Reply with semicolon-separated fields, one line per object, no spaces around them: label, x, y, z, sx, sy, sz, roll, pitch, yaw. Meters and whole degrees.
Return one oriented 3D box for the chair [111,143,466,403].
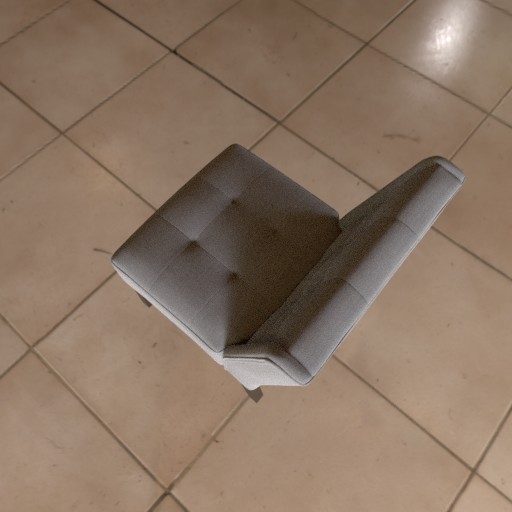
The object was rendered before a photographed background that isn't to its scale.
chair;0.000;0.000;1.275;0.676;0.853;0.569;37;71;16
